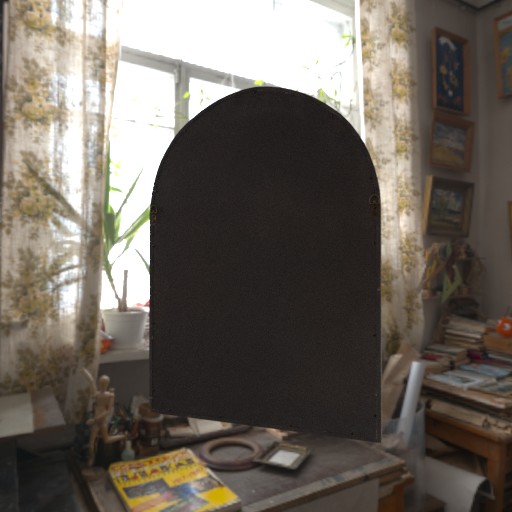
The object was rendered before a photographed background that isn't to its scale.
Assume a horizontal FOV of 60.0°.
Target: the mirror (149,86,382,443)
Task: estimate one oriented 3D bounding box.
[{"bbox_3d":[0.000,0.000,1.214,0.660,0.920,0.032,0,-1,20],"label":"mirror"}]
